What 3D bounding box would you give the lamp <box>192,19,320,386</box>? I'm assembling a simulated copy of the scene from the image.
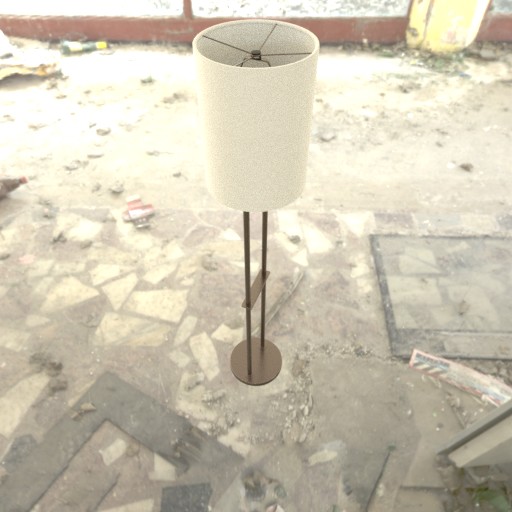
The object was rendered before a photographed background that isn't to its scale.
[{"bbox_3d":[0.000,0.000,1.612,0.305,1.500,0.306,16,49,15],"label":"lamp"}]
